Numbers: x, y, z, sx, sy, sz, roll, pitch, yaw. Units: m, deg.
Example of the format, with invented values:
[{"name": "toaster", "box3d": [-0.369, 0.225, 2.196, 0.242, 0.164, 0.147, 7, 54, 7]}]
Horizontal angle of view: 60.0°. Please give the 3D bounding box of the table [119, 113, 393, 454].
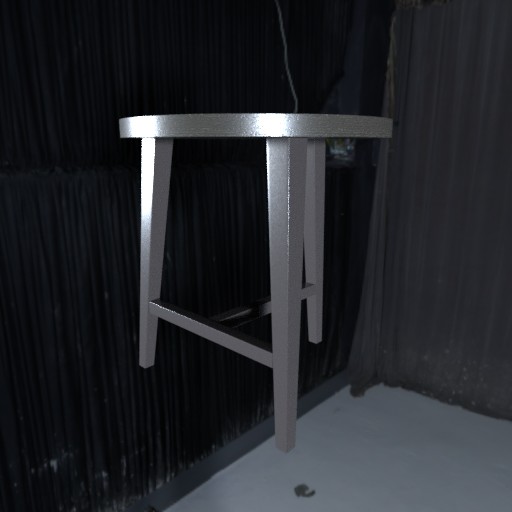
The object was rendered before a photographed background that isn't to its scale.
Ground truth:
[{"name": "table", "box3d": [0.000, 0.000, 0.911, 0.500, 0.531, 0.500, 0, 14, 0]}]
